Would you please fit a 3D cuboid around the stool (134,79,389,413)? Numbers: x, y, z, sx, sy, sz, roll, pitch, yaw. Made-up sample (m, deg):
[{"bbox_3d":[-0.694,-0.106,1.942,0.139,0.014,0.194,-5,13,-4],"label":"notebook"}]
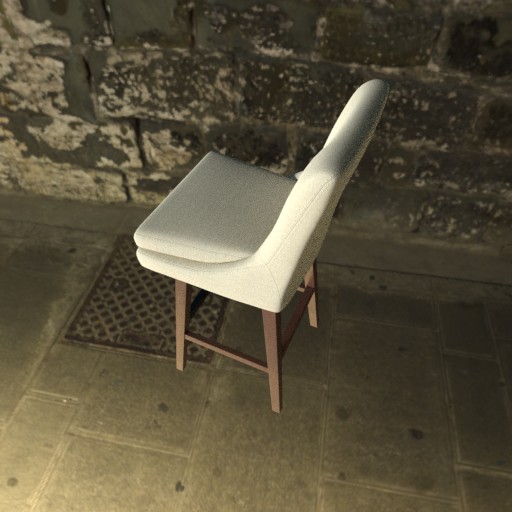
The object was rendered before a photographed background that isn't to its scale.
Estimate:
[{"bbox_3d":[0.000,0.000,1.417,0.559,1.093,0.483,18,49,17],"label":"stool"}]
